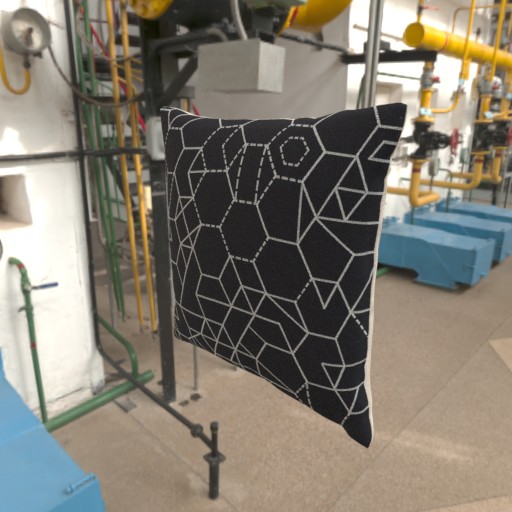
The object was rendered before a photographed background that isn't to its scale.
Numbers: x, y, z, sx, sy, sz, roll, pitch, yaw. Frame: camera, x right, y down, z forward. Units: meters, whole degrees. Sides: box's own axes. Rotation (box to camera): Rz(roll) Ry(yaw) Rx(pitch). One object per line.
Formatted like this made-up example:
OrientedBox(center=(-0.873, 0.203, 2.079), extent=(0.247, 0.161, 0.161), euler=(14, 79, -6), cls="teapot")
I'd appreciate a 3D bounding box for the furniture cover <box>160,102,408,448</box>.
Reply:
OrientedBox(center=(0.000, 0.000, 0.784), extent=(0.517, 0.508, 0.158), euler=(16, 24, 42), cls="furniture cover")
